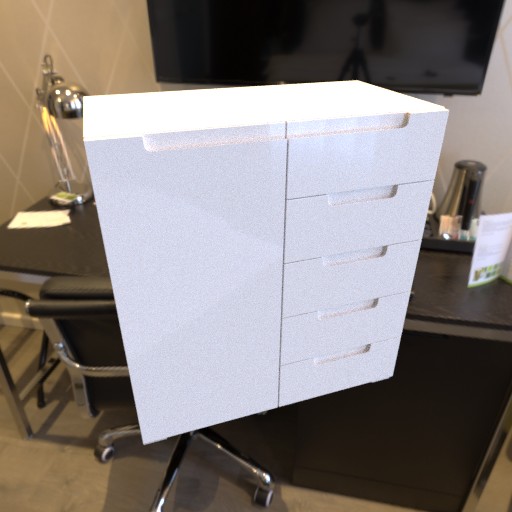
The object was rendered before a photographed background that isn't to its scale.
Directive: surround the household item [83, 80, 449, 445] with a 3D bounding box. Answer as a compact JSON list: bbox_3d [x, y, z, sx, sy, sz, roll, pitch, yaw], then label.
[{"bbox_3d":[0.000,0.000,1.302,0.800,0.870,0.420,-10,32,-16],"label":"household item"}]
